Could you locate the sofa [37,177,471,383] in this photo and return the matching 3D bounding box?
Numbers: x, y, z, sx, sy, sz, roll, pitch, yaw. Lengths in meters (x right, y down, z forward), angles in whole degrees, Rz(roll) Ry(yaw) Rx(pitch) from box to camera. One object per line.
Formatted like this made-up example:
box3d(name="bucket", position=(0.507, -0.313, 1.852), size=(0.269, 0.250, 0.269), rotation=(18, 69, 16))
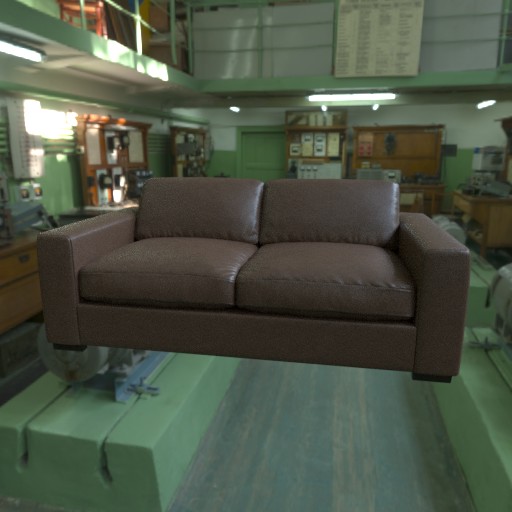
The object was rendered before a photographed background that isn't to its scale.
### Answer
box3d(name="sofa", position=(0.000, 0.000, 2.414), size=(1.920, 0.800, 1.070), rotation=(2, 14, 10))
